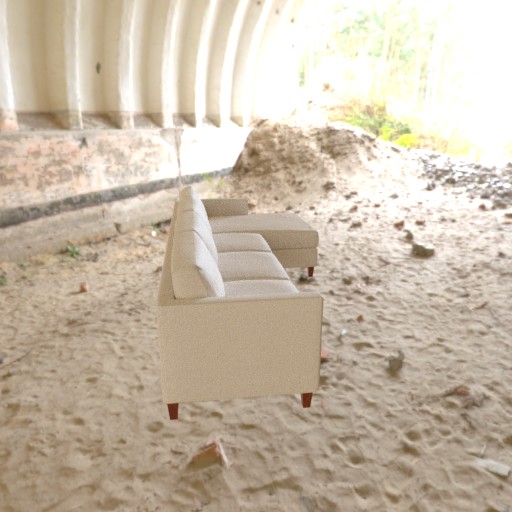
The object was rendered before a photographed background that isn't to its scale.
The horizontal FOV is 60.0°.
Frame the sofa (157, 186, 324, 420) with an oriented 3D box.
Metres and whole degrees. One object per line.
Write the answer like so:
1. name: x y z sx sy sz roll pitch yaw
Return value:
1. sofa: 0.000 0.000 4.177 1.606 0.954 3.471 -2 17 -8
